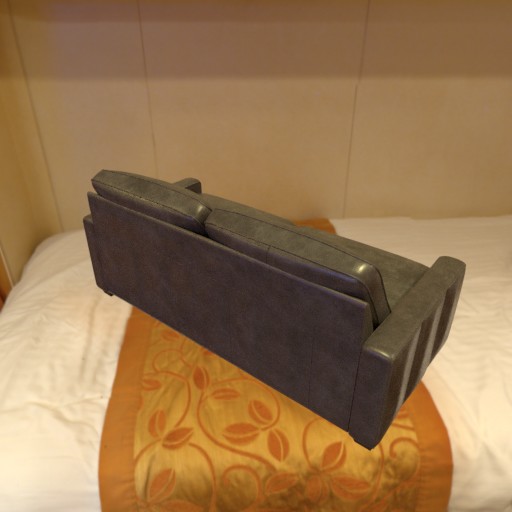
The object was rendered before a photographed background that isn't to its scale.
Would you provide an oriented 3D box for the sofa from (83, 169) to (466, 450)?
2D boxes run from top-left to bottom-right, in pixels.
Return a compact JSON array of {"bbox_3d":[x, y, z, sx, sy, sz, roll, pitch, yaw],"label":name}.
[{"bbox_3d":[0.000,0.000,2.582,2.081,0.916,0.939,22,36,33],"label":"sofa"}]
